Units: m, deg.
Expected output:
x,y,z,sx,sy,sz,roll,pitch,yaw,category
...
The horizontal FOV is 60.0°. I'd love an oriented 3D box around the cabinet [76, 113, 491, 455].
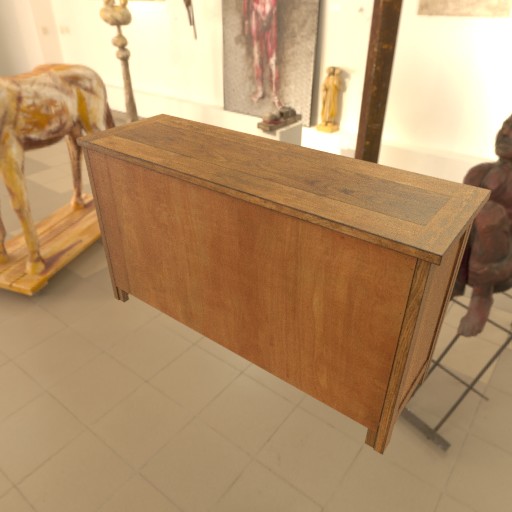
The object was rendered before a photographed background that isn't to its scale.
x,y,z,sx,sy,sz,roll,pitch,yaw,category
0.000,0.000,1.807,1.474,0.813,0.480,22,39,31,cabinet
